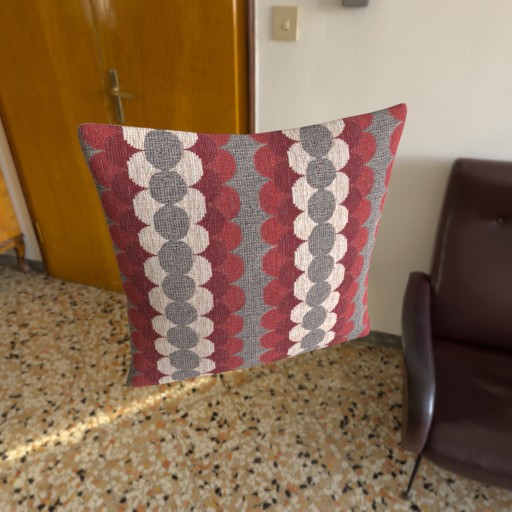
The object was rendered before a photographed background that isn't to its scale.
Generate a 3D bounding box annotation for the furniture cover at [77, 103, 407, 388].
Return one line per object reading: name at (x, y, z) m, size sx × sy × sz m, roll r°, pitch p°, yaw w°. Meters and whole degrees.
furniture cover at (0.000, 0.000, 0.655) m, size 0.435 × 0.420 × 0.145 m, roll -9°, pitch 33°, yaw -15°
